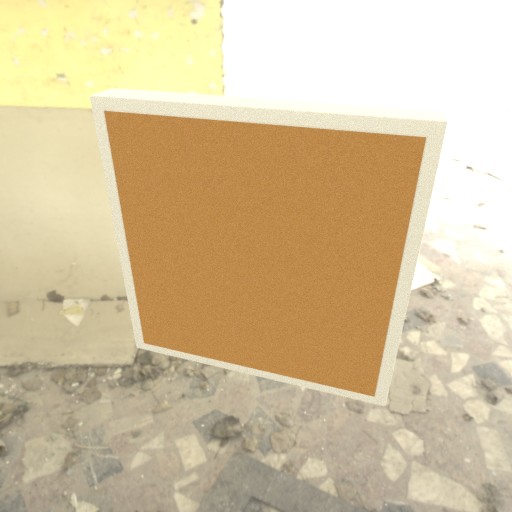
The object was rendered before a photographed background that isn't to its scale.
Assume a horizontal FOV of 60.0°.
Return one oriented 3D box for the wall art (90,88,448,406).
[{"bbox_3d":[0.000,0.000,0.456,0.305,0.305,0.037,9,32,15],"label":"wall art"}]
